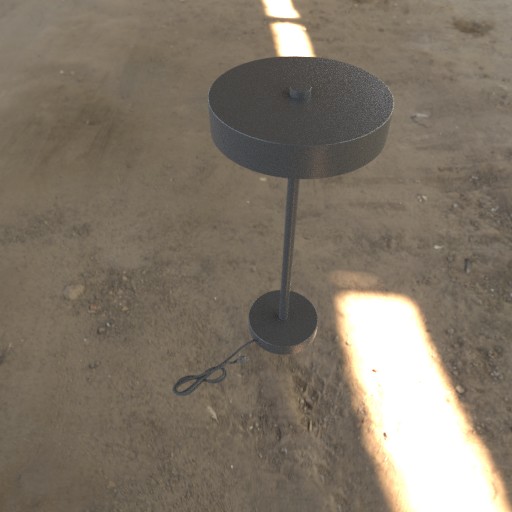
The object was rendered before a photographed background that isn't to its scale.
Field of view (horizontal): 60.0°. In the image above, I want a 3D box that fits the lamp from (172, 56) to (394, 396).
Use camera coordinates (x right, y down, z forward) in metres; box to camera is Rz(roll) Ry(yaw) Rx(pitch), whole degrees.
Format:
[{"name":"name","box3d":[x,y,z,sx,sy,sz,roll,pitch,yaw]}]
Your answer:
[{"name":"lamp","box3d":[0.000,0.000,0.697,0.369,0.508,0.229,-30,54,-26]}]
